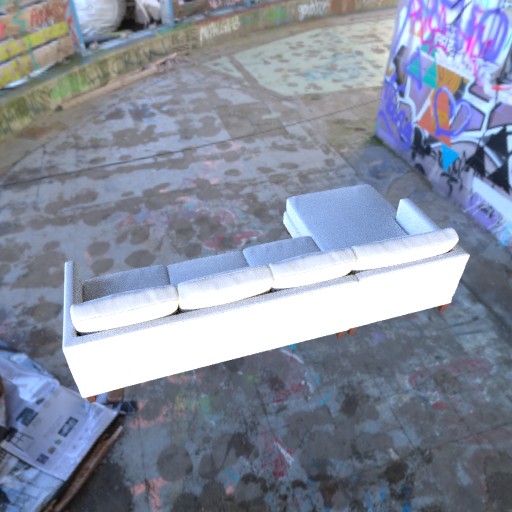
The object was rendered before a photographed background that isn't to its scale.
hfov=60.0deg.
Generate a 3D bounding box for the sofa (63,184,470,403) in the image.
[{"bbox_3d":[0.000,0.000,3.998,3.186,0.861,1.625,-12,41,-13],"label":"sofa"}]
